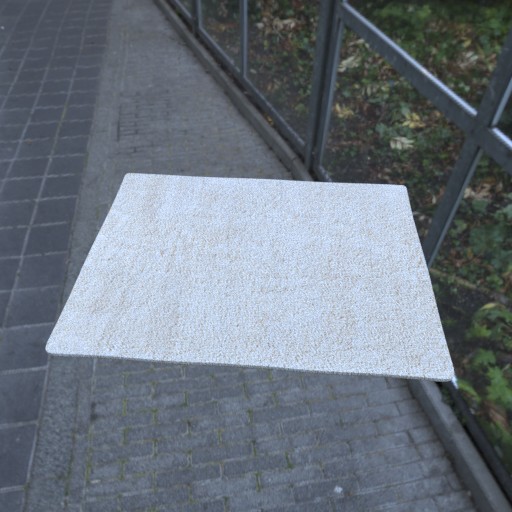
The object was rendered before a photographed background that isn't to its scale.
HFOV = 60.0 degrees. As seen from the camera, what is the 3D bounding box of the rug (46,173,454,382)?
[{"bbox_3d":[0.000,0.000,2.125,1.600,0.027,1.200,3,46,3],"label":"rug"}]
